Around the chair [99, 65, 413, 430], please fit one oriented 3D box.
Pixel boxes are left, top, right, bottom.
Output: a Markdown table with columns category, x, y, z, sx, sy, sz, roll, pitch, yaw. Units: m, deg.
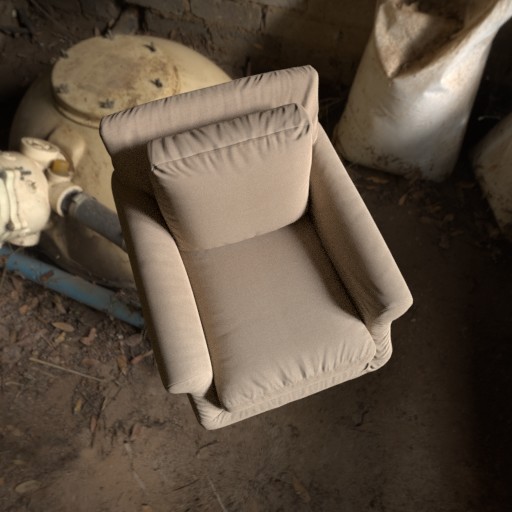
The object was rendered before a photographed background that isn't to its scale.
| category | x | y | z | sx | sy | sz | roll | pitch | yaw |
| --- | --- | --- | --- | --- | --- | --- | --- | --- | --- |
| chair | 0.000 | 0.000 | 1.758 | 0.940 | 0.866 | 1.066 | -18 | 65 | -9 |
